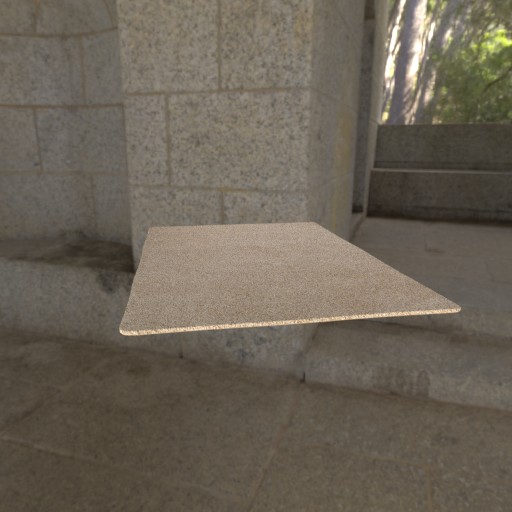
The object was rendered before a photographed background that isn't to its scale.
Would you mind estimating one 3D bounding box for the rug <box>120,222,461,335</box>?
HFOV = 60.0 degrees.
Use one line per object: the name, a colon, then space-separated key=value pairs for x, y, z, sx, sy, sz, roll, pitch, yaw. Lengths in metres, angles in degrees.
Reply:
rug: x=0.000 y=0.000 z=3.526 sx=1.801 sy=0.024 sz=2.700 roll=-3 pitch=15 yaw=-10
